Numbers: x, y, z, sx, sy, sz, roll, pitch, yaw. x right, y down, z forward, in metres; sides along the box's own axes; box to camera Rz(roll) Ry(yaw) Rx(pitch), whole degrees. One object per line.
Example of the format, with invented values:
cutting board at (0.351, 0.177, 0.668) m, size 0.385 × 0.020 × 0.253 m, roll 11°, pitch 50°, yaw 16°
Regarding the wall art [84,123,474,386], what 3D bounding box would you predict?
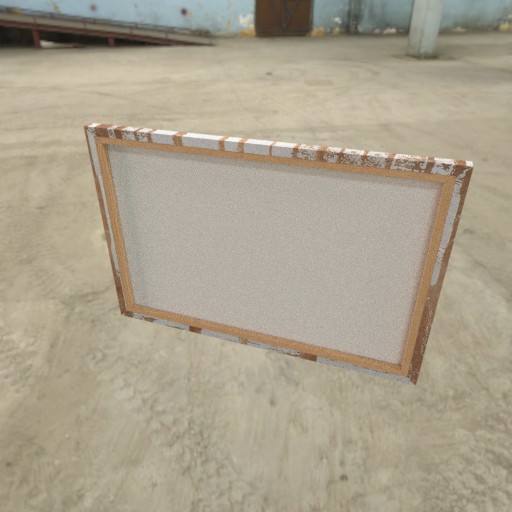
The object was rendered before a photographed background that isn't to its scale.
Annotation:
wall art at (0.000, 0.000, 1.167) m, size 0.914 × 0.609 × 0.035 m, roll 10°, pitch 33°, yaw 16°
